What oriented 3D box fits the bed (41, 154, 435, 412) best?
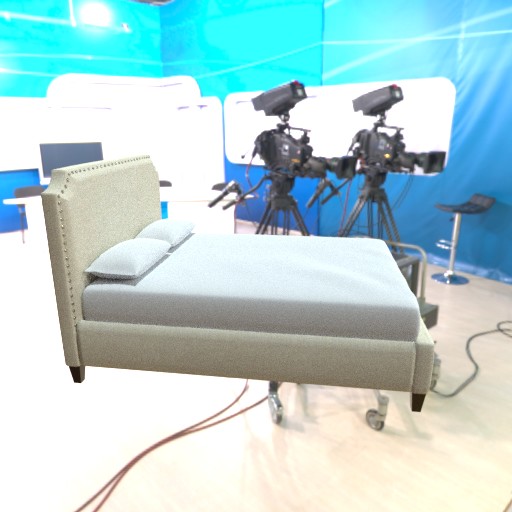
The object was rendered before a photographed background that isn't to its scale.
[{"bbox_3d":[0.000,0.000,3.484,2.381,1.457,1.713,2,17,8],"label":"bed"}]
